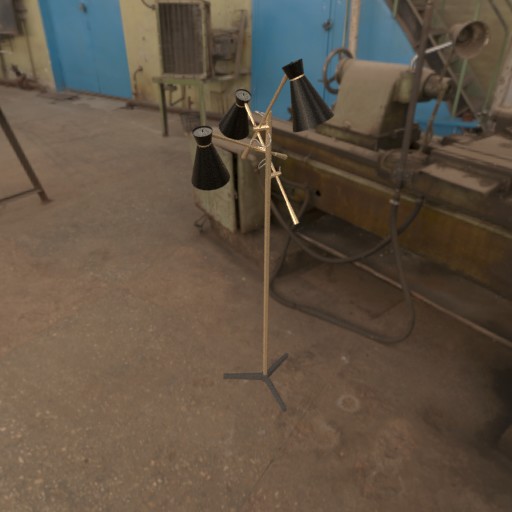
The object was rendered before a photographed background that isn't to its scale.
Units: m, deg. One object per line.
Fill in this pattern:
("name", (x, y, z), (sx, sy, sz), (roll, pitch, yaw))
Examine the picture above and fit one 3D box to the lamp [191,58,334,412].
("lamp", (0.000, 0.000, 2.134), (0.750, 1.804, 0.653), (20, 36, 29))
